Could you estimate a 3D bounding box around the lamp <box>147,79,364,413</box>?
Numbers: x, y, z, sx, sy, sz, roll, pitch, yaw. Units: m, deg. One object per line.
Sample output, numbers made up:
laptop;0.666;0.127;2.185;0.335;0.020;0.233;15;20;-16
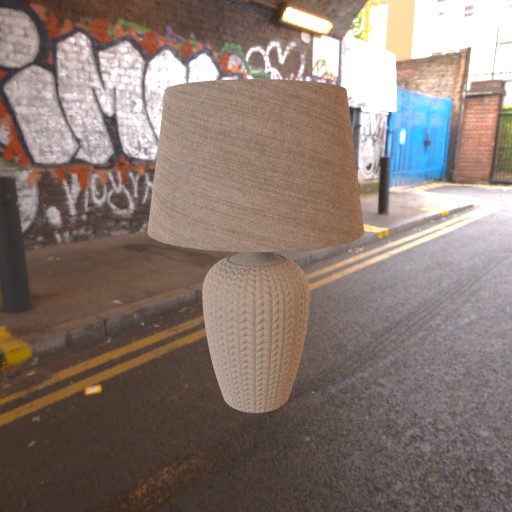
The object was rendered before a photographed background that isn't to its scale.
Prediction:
lamp;0.000;0.000;0.831;0.390;0.580;0.390;0;14;0
